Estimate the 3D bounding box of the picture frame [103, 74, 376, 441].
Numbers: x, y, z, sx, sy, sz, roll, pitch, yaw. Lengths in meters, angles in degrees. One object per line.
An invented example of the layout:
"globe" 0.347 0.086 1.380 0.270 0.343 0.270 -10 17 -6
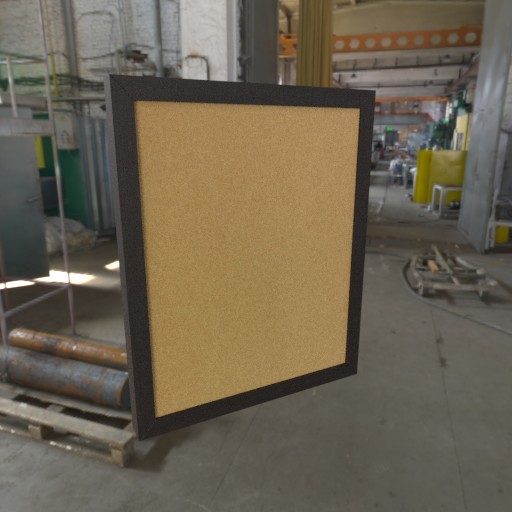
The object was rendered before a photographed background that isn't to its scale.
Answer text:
"picture frame" 0.000 0.000 0.767 0.452 0.555 0.044 -8 17 -27
